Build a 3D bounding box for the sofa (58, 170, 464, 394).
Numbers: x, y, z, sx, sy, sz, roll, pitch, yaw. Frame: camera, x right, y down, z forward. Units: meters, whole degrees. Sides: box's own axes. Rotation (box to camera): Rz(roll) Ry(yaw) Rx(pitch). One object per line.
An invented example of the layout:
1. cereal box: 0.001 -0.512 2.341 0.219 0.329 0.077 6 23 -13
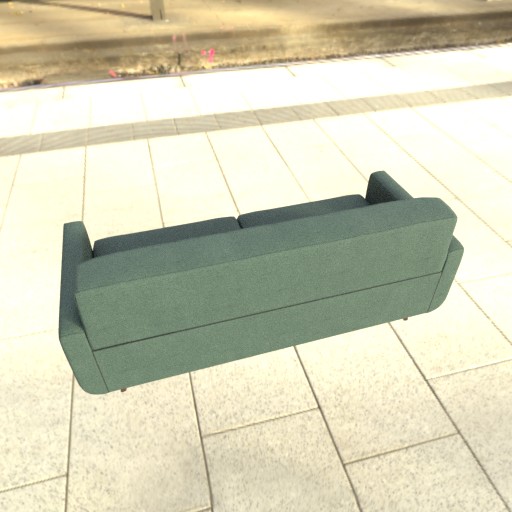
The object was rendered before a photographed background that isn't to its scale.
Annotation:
1. sofa: 0.000 0.000 2.520 2.029 0.841 0.909 -11 42 -13
